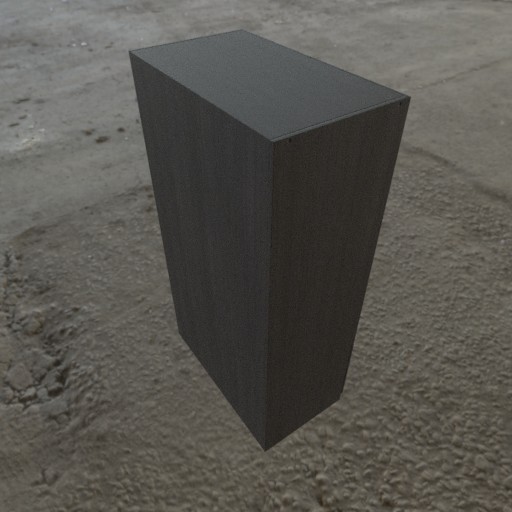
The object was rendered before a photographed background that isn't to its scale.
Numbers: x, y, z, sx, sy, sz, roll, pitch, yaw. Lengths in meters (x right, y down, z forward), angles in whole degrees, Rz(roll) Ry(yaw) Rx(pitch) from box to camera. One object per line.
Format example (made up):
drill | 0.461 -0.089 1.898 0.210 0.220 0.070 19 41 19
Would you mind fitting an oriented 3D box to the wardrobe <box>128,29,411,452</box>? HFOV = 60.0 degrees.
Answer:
wardrobe | 0.000 0.000 2.221 0.577 1.808 0.991 -25 47 -26
